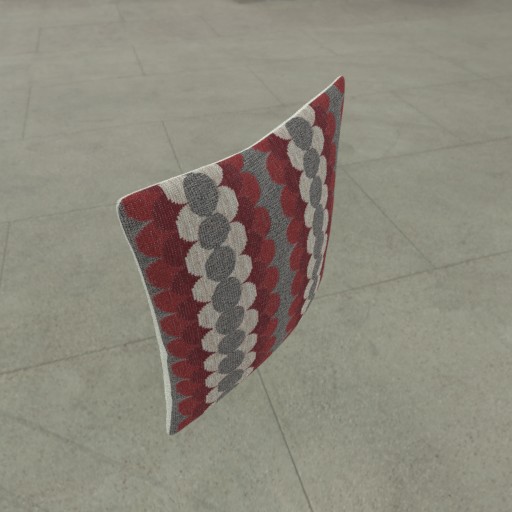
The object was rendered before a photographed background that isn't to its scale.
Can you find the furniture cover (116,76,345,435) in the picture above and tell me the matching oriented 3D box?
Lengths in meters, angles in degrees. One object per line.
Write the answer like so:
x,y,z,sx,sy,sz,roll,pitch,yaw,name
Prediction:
0.000,0.000,0.660,0.145,0.420,0.435,26,47,27,furniture cover
